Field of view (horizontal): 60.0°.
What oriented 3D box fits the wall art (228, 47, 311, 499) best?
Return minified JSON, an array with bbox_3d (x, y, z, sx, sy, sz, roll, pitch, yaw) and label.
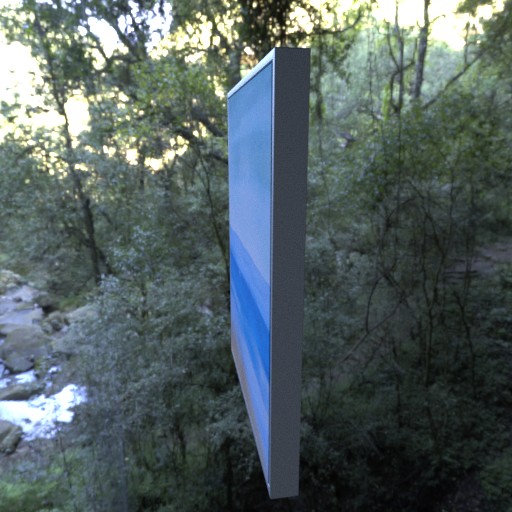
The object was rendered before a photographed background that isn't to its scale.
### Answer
[{"bbox_3d":[0.000,0.000,0.735,0.039,0.553,0.445,-2,14,-9],"label":"wall art"}]
